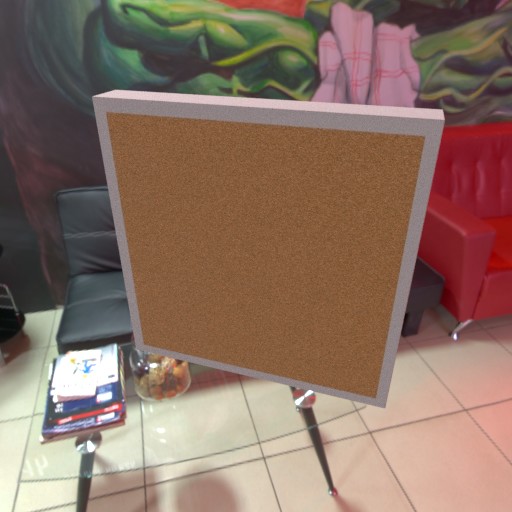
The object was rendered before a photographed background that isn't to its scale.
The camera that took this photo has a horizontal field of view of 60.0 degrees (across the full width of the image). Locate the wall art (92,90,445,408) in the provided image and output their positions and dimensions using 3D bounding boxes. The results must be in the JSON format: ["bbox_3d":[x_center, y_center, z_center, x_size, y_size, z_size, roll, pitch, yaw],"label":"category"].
[{"bbox_3d":[0.000,0.000,0.458,0.305,0.305,0.038,9,31,15],"label":"wall art"}]
